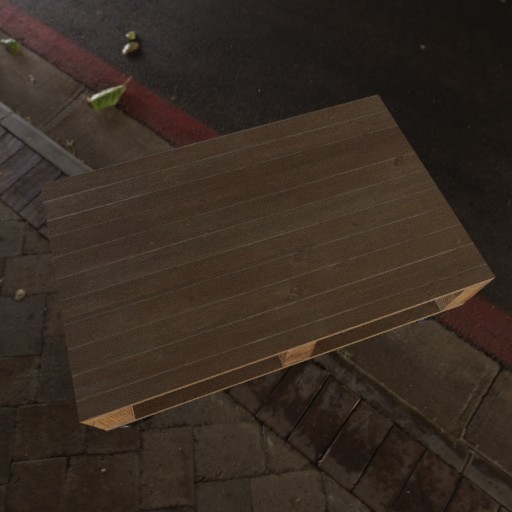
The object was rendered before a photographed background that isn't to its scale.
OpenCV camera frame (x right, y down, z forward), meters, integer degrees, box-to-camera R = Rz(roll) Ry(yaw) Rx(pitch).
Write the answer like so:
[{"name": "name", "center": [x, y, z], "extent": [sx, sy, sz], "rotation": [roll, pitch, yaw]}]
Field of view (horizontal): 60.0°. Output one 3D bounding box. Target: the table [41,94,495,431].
[{"name": "table", "center": [0.000, 0.000, 1.651], "extent": [1.299, 0.413, 0.827], "rotation": [-17, 65, -8]}]
